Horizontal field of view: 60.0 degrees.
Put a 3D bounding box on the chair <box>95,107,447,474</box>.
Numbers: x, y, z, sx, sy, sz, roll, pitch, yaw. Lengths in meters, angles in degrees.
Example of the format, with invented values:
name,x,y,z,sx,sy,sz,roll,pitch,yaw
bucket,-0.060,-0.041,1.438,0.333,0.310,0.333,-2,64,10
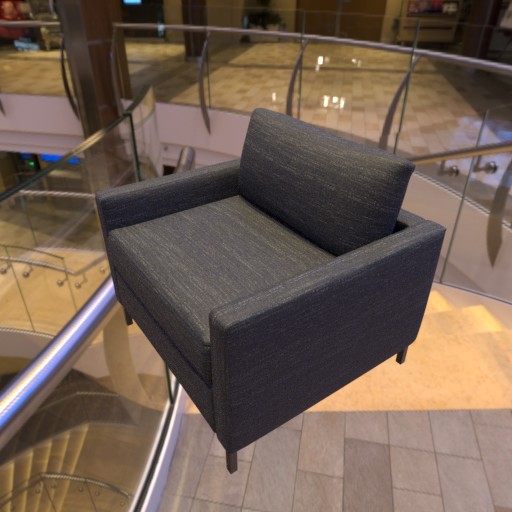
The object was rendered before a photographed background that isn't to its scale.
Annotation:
name,x,y,z,sx,sy,sz,roll,pitch,yaw
chair,0.000,0.000,1.636,0.866,0.861,0.963,-20,37,-29
